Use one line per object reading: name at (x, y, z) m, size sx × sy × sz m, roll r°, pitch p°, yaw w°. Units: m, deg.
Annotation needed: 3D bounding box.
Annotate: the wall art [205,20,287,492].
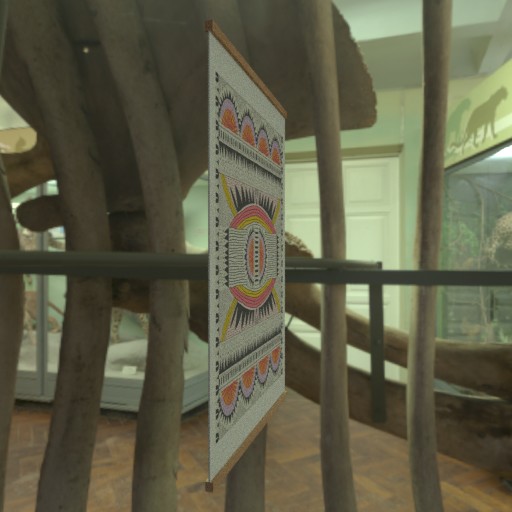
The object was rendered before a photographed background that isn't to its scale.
wall art at (0.000, 0.000, 1.916) m, size 0.028 × 1.533 × 0.999 m, roll 0°, pitch 1°, yaw 18°
